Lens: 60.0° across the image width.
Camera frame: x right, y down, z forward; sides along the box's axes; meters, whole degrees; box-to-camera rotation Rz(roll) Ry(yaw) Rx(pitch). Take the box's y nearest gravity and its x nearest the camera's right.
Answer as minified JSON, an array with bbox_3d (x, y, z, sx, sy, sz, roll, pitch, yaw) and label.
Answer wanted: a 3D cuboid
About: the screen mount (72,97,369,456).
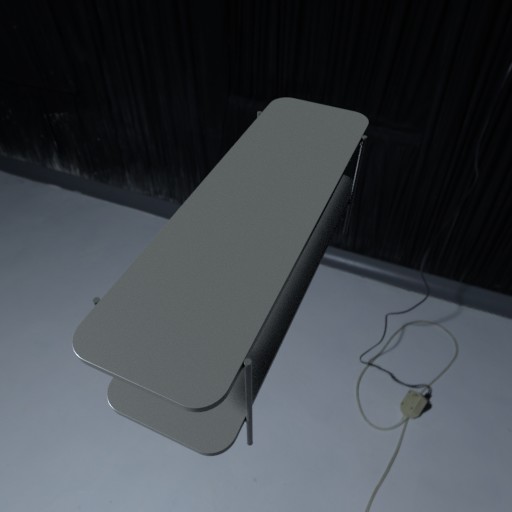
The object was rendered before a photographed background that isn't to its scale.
[{"bbox_3d":[0.000,0.000,1.413,0.400,0.447,1.200,18,50,16],"label":"screen mount"}]
